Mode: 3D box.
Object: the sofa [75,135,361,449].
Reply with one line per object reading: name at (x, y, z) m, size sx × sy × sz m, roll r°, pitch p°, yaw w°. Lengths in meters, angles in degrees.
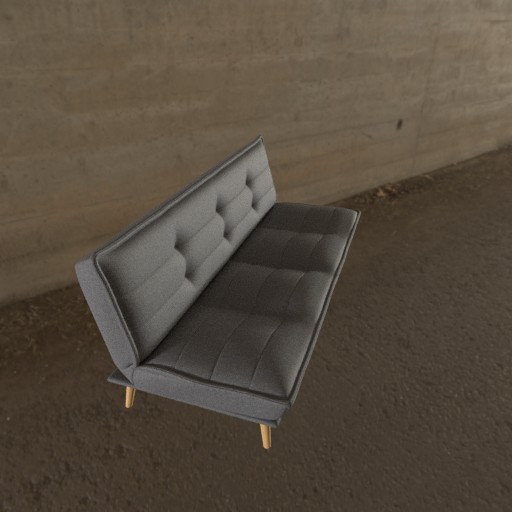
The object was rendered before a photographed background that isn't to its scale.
sofa at (0.000, 0.000, 2.520) m, size 0.950 × 0.890 × 1.940 m, roll 9°, pitch 30°, yaw 17°
